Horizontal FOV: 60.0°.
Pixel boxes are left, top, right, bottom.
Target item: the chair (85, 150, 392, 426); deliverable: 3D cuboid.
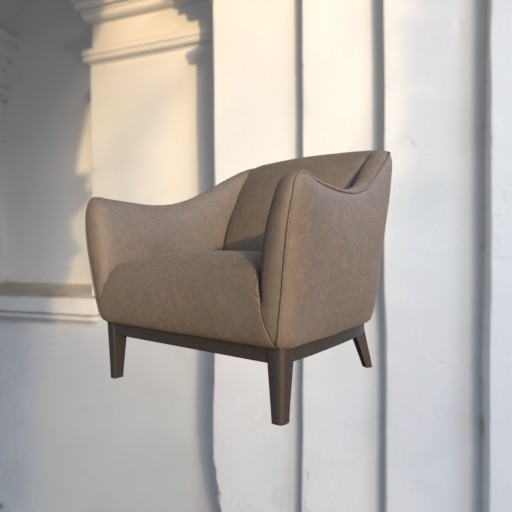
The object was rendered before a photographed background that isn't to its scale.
[{"bbox_3d":[0.000,0.000,1.587,0.871,0.830,0.852,0,1,37],"label":"chair"}]
